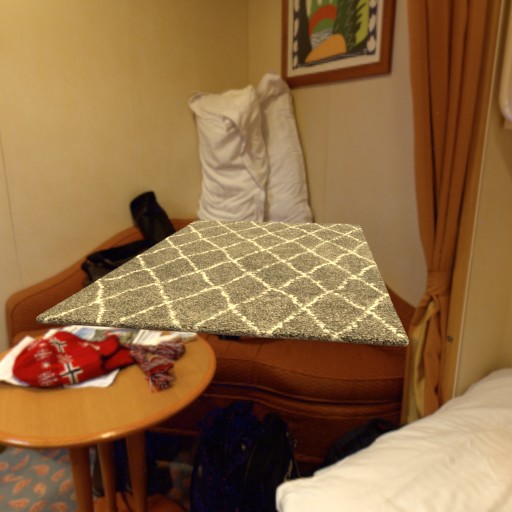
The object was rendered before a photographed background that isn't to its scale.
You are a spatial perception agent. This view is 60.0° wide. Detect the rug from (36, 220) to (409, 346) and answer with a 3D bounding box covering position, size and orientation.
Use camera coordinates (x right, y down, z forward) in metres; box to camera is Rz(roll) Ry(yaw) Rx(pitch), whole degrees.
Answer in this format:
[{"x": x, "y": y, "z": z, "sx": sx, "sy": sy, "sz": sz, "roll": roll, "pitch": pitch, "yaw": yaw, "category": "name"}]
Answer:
[{"x": 0.000, "y": 0.000, "z": 2.925, "sx": 1.524, "sy": 0.030, "sz": 2.438, "roll": 2, "pitch": 15, "yaw": 8, "category": "rug"}]
